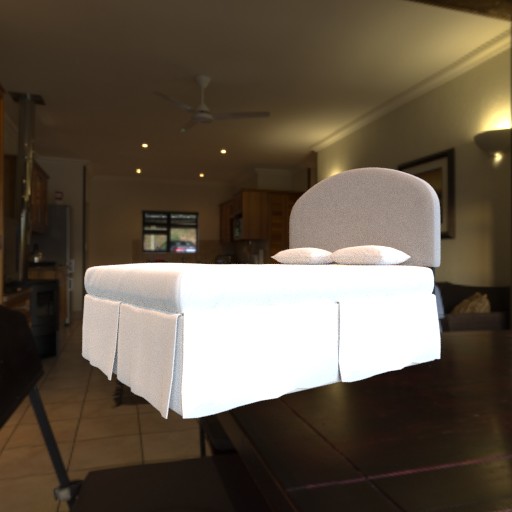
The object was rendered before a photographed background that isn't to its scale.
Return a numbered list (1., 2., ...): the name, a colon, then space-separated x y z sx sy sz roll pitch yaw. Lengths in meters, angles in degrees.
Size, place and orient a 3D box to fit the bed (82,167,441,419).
1. bed: 0.000 0.000 3.044 2.005 1.410 1.607 0 -1 -36
